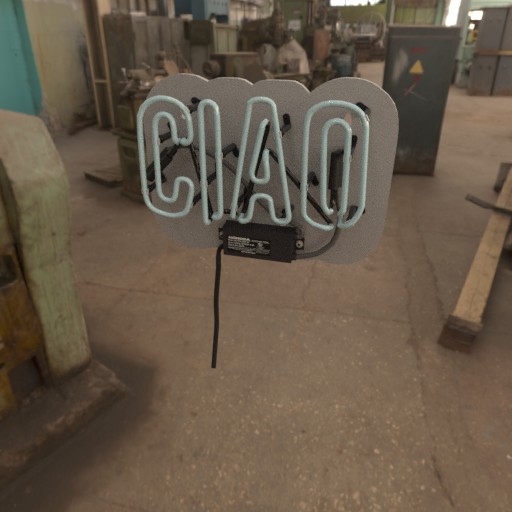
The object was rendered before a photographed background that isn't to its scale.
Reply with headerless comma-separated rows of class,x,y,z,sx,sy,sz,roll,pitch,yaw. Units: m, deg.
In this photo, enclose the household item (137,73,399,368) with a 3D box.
household item,0.000,0.000,0.392,0.211,0.294,0.042,7,28,14
